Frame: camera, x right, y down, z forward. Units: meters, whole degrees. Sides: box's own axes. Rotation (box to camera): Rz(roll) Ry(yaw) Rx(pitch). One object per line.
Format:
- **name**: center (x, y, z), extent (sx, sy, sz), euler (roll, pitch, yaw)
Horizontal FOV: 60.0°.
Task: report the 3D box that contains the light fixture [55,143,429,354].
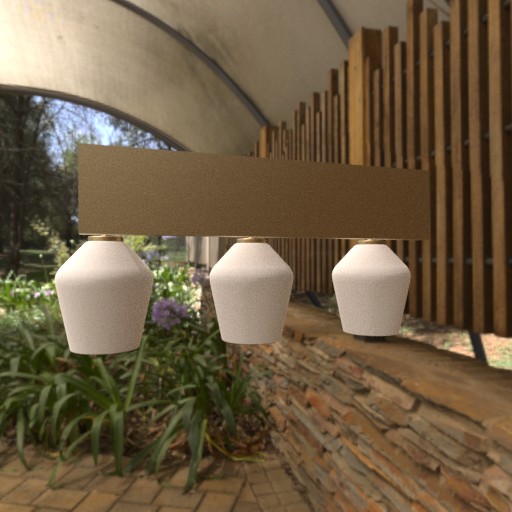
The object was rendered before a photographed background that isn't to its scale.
- **light fixture**: center (0.000, 0.000, 0.729), extent (0.609, 0.280, 0.190), euler (0, 0, -19)
